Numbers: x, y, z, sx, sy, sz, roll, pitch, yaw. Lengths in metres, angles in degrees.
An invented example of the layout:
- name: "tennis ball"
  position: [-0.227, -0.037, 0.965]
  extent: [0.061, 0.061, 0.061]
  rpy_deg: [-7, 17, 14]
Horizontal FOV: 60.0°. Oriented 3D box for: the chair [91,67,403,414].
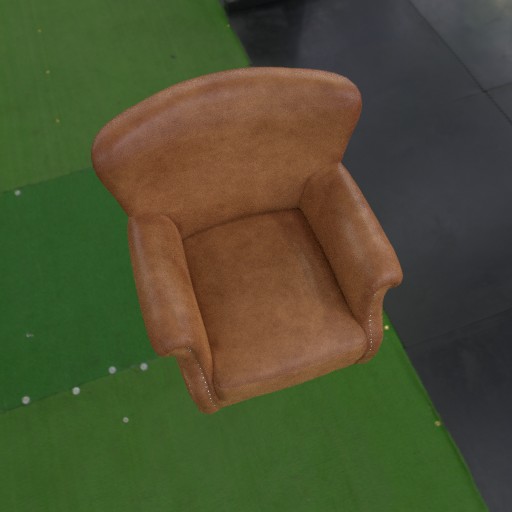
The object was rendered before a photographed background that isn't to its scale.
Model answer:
- name: "chair"
  position: [0.000, 0.000, 1.621]
  extent: [0.861, 0.936, 0.921]
  rpy_deg: [-16, 64, -8]
